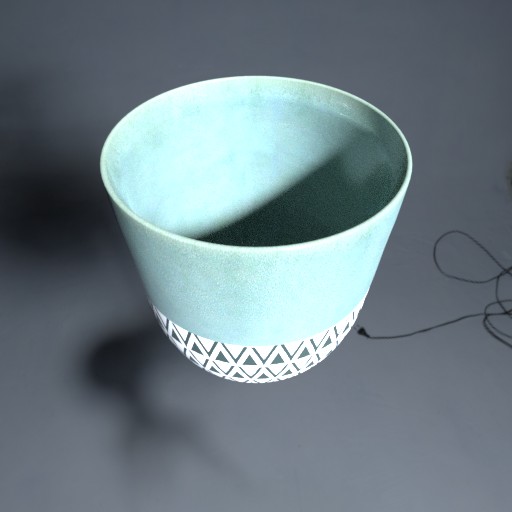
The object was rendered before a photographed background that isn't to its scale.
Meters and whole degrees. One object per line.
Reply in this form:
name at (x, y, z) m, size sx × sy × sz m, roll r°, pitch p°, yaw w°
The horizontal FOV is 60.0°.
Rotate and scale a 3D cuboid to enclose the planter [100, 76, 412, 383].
planter at (0.000, 0.000, 0.366) m, size 0.198 × 0.214 × 0.198 m, roll 0°, pitch 46°, yaw 0°
